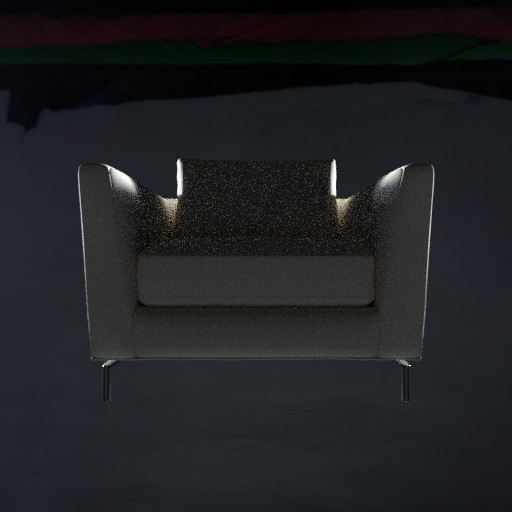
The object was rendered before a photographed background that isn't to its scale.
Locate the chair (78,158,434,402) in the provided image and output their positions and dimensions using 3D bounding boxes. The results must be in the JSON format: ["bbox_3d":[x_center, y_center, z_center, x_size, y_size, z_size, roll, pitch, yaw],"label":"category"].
[{"bbox_3d":[0.000,0.000,1.701,1.041,0.865,0.889,0,0,0],"label":"chair"}]
